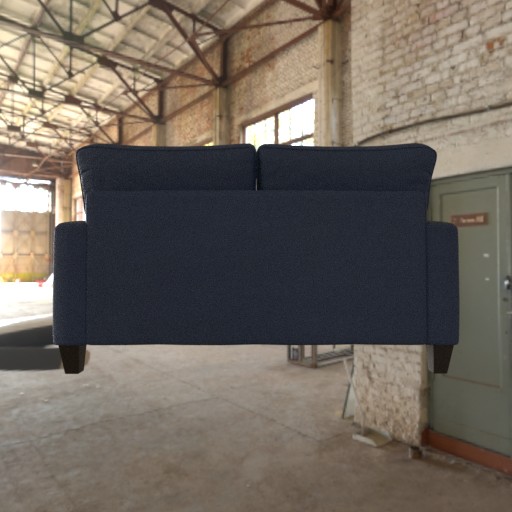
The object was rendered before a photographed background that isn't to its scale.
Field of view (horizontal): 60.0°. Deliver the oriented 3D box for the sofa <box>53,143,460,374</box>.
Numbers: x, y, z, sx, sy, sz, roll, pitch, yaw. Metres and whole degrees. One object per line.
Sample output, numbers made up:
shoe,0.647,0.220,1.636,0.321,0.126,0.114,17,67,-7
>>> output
sofa,0.000,0.000,2.228,1.651,0.965,0.965,0,-1,0
